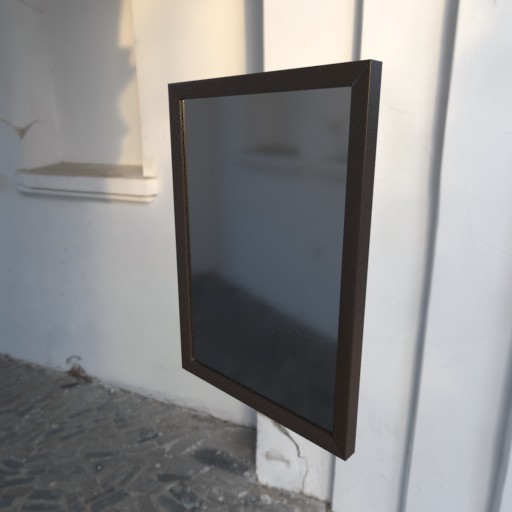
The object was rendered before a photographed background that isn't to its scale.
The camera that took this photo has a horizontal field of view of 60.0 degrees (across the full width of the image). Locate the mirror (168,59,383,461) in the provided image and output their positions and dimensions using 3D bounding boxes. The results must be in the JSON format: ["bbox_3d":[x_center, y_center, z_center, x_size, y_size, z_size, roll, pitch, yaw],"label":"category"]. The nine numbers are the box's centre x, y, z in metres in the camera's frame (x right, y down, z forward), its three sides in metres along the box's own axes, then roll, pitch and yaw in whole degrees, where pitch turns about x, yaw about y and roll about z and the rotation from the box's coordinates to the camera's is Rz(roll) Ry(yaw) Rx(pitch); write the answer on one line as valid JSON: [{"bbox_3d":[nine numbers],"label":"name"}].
[{"bbox_3d":[0.000,0.000,0.932,0.507,0.710,0.040,14,21,41],"label":"mirror"}]
